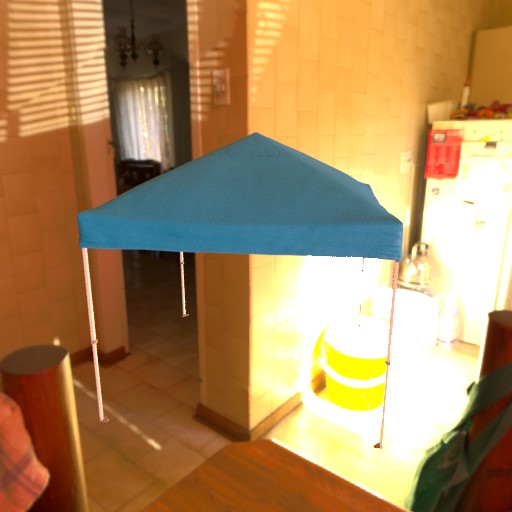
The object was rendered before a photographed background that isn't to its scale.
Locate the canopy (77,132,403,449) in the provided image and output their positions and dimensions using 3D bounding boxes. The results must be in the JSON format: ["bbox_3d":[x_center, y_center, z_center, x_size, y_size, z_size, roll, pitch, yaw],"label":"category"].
[{"bbox_3d":[0.000,0.000,5.567,2.998,2.997,2.996,2,16,8],"label":"canopy"}]
